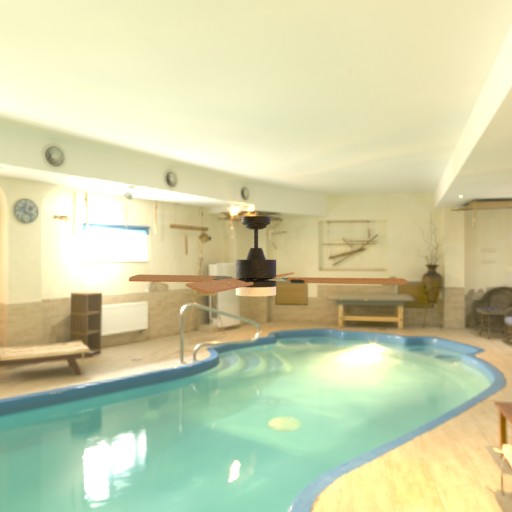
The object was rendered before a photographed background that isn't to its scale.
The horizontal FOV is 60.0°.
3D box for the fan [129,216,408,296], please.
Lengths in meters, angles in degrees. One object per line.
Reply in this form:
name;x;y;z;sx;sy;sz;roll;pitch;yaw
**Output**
fan;0.000;0.000;2.036;1.320;0.355;1.320;0;0;17
